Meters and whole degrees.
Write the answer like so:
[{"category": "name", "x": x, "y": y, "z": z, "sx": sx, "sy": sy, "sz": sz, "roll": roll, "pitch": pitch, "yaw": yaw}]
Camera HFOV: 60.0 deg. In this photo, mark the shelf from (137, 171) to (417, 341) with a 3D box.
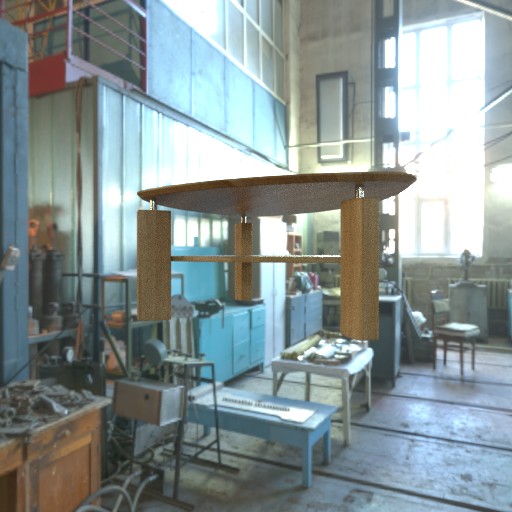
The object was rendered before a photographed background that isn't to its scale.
[{"category": "shelf", "x": 0.000, "y": 0.000, "z": 1.662, "sx": 0.863, "sy": 0.439, "sz": 1.240, "roll": 0, "pitch": 0, "yaw": -20}]
